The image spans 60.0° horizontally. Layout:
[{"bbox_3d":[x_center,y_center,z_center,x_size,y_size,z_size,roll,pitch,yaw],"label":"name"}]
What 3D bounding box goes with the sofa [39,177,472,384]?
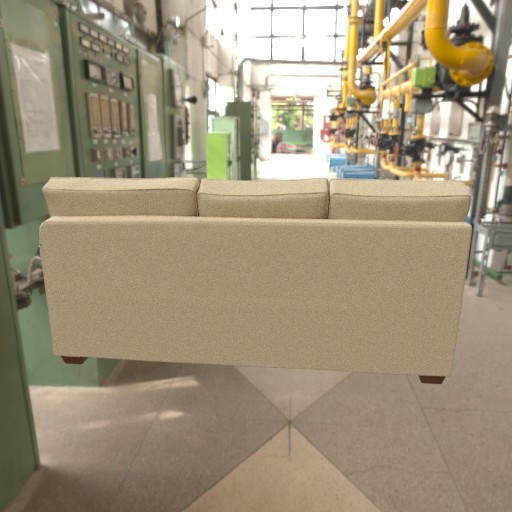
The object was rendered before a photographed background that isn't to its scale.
[{"bbox_3d":[0.000,0.000,2.503,1.963,0.946,1.034,2,16,6],"label":"sofa"}]
